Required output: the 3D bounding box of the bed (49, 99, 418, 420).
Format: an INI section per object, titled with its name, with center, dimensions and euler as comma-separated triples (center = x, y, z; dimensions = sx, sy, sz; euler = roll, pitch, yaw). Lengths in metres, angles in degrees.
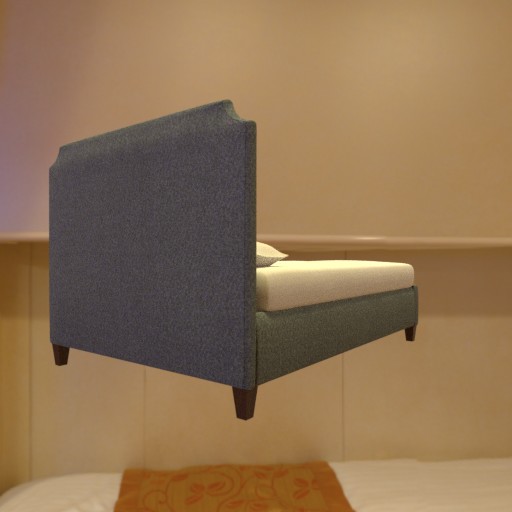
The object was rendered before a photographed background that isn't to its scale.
[bed]
center = 0.000, 0.000, 3.341
dimensions = 1.712, 1.443, 2.372
euler = 0, 0, 38
